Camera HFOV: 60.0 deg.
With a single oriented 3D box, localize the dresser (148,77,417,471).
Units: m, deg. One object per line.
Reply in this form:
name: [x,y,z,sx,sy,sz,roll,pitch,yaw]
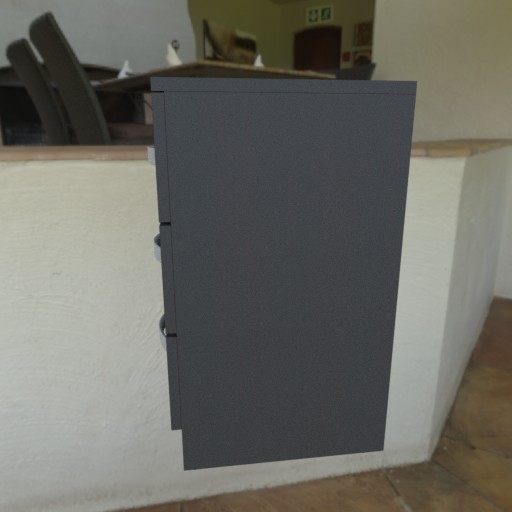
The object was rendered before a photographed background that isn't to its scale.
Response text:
dresser: [0.000,0.000,0.807,0.360,0.560,0.400,-2,16,-8]
